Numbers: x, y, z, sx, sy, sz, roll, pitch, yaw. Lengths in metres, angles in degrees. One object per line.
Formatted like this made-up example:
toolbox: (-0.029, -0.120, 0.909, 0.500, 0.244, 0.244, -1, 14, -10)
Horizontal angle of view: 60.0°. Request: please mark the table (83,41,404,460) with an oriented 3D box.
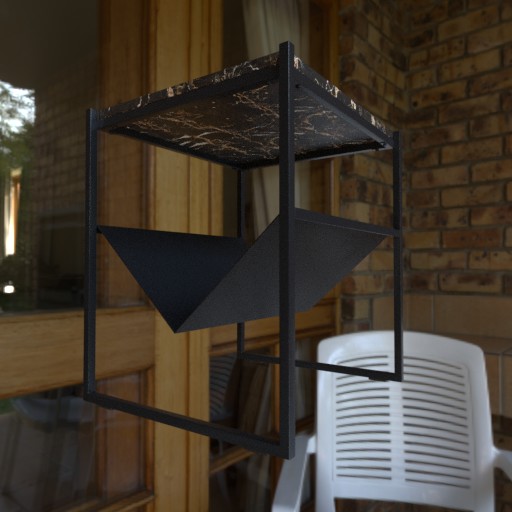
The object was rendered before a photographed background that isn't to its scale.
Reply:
table: (0.000, 0.000, 0.871, 0.432, 0.534, 0.469, -1, -2, 35)
